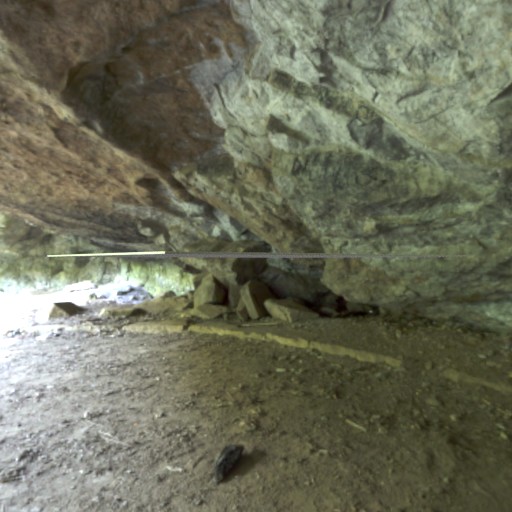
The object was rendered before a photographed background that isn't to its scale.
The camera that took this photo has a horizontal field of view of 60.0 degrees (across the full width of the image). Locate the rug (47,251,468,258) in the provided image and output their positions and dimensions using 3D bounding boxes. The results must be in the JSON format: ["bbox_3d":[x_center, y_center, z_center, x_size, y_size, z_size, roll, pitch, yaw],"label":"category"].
[{"bbox_3d":[0.000,0.000,3.484,2.584,0.011,2.073,0,-1,-38],"label":"rug"}]
